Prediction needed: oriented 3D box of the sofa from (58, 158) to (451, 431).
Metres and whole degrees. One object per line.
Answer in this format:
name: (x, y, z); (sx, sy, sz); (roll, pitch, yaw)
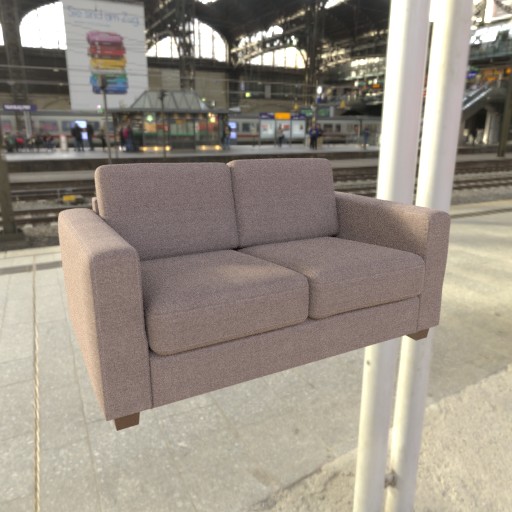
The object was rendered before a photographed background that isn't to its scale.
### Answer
sofa: (0.000, 0.000, 1.959); (1.520, 0.800, 0.900); (-8, 18, -27)
